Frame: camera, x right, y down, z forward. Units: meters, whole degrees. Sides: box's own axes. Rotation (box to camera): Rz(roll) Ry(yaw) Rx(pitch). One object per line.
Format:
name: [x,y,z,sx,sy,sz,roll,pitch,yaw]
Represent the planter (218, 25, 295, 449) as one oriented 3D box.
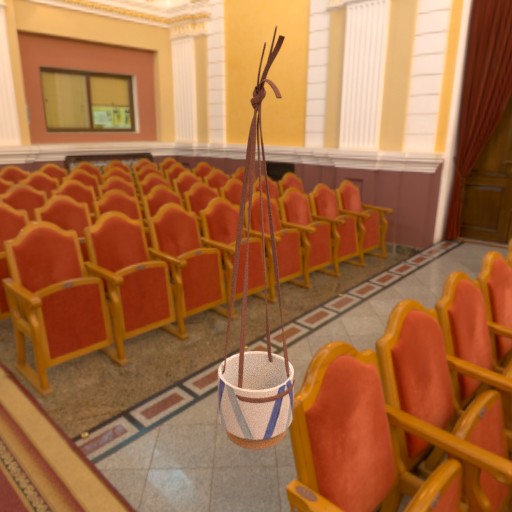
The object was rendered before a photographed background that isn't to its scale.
planter: [0.000,0.000,0.818,0.157,0.753,0.153,15,22,42]
